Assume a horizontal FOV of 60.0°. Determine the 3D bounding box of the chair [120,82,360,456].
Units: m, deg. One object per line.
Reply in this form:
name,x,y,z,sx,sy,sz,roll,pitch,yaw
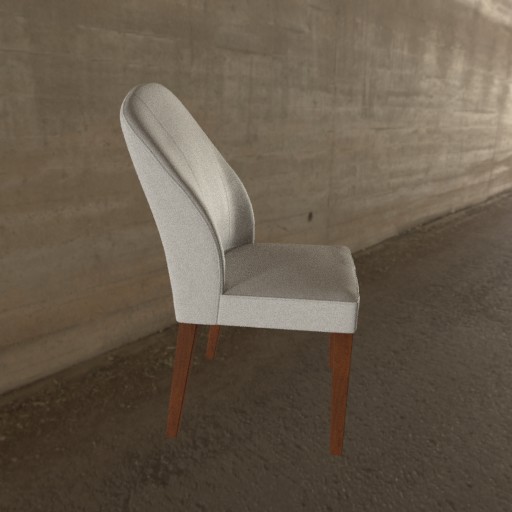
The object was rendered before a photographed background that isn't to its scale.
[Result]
chair,0.000,0.000,1.214,0.540,0.893,0.472,2,17,8
